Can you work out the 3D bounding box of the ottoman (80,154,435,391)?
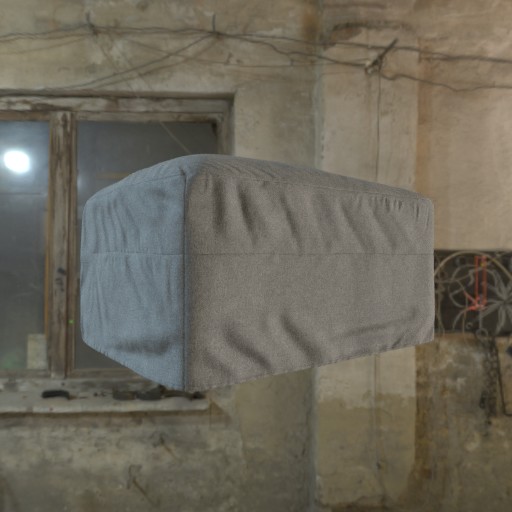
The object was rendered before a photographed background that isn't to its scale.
[{"bbox_3d":[0.000,0.000,1.272,0.837,0.481,0.683,0,0,-37],"label":"ottoman"}]
